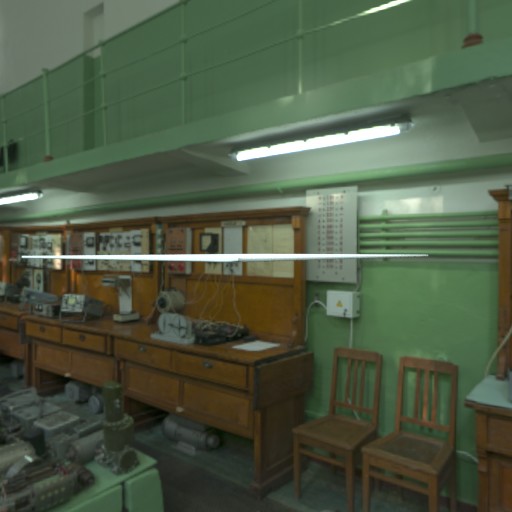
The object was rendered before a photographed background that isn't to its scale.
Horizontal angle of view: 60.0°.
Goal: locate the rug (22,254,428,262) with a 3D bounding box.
[{"bbox_3d":[0.000,0.000,2.857,1.532,0.017,2.244,0,1,37],"label":"rug"}]
